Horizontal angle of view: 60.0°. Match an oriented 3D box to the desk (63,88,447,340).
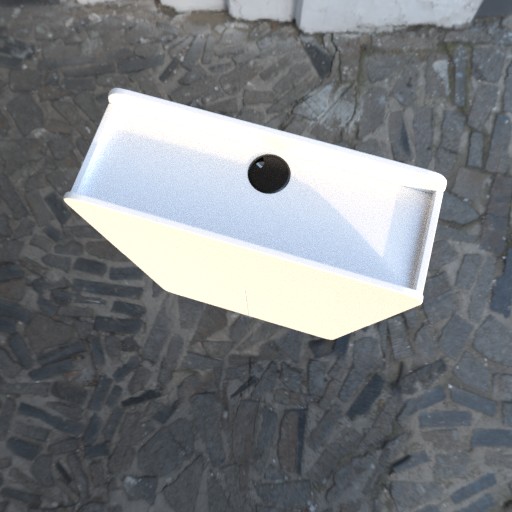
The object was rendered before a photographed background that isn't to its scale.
[{"bbox_3d":[0.000,0.000,1.507,0.795,1.190,0.278,16,76,4],"label":"desk"}]
